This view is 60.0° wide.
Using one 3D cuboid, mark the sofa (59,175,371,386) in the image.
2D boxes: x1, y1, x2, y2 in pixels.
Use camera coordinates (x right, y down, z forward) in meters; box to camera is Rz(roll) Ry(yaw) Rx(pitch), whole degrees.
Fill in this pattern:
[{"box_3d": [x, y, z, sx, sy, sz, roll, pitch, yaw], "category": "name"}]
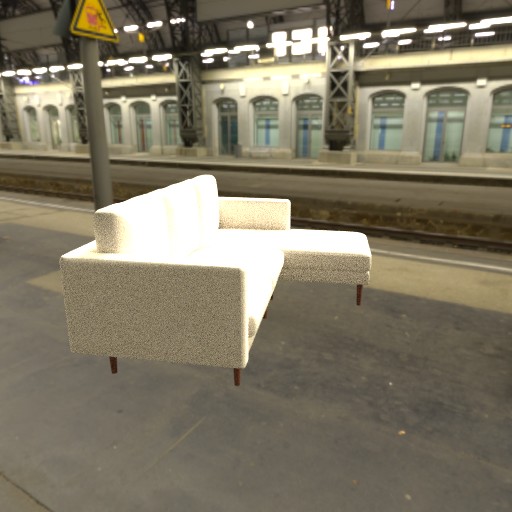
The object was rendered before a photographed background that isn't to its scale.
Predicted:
[{"box_3d": [0.000, 0.000, 2.989, 1.580, 0.899, 2.029, 3, 16, 10], "category": "sofa"}]
